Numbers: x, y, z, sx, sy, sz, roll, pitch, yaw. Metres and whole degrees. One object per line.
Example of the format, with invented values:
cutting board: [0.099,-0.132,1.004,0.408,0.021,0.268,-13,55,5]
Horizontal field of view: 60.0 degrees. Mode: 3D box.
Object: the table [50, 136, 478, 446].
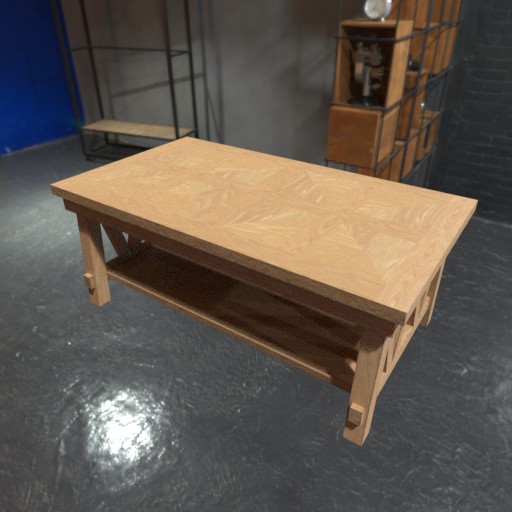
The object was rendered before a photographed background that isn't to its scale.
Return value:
table: [0.000,0.000,1.635,1.270,0.507,0.711,20,36,29]
